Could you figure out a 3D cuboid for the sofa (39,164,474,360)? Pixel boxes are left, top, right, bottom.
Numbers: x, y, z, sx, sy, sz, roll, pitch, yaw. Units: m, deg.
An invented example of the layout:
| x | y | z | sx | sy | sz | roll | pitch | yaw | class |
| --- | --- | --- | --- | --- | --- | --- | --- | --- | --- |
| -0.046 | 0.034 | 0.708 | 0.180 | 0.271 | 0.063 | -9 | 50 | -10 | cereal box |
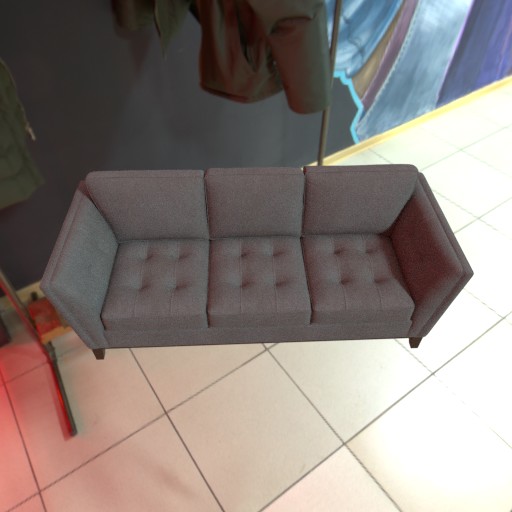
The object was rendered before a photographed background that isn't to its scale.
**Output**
| x | y | z | sx | sy | sz | roll | pitch | yaw | class |
| --- | --- | --- | --- | --- | --- | --- | --- | --- | --- |
| 0.000 | 0.000 | 2.968 | 2.387 | 0.940 | 0.965 | -2 | 47 | -2 | sofa |
